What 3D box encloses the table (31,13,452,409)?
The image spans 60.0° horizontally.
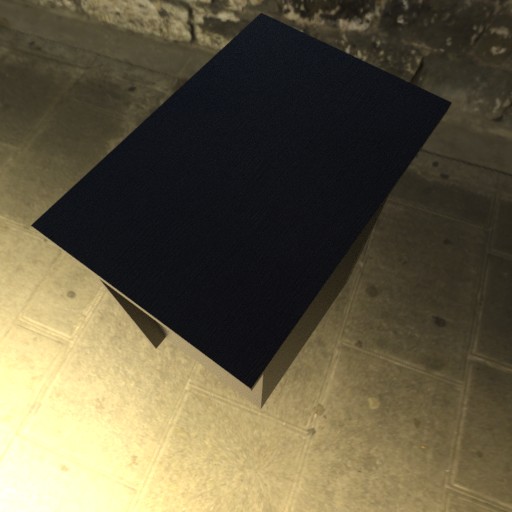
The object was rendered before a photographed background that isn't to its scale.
[{"bbox_3d":[0.000,0.000,1.029,0.408,0.711,0.589,33,68,15],"label":"table"}]
